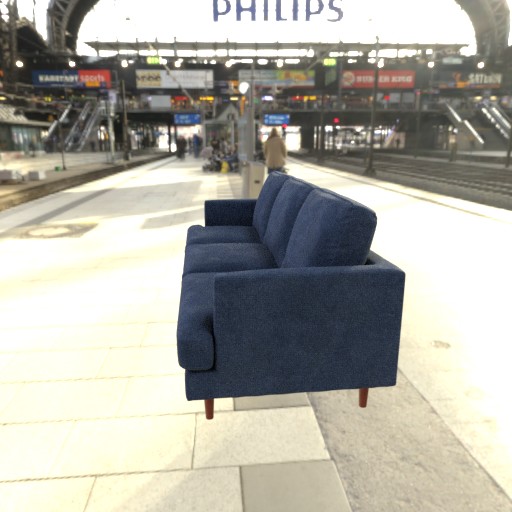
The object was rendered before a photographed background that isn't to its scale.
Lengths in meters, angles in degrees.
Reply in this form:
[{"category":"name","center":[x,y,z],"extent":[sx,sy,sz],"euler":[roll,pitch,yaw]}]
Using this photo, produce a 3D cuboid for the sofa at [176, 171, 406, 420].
[{"category":"sofa","center":[0.000,0.000,2.776],"extent":[0.903,0.930,2.246],"euler":[-2,15,-7]}]
